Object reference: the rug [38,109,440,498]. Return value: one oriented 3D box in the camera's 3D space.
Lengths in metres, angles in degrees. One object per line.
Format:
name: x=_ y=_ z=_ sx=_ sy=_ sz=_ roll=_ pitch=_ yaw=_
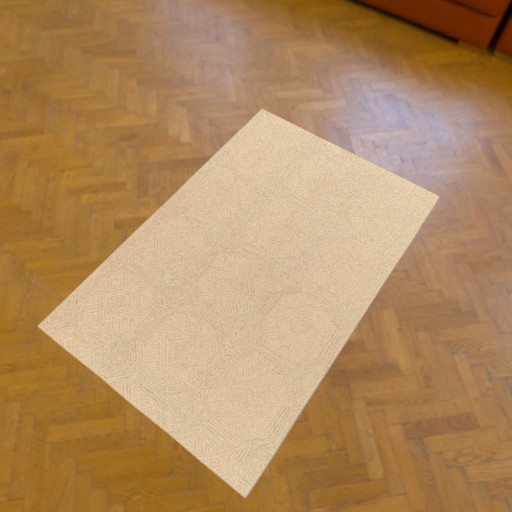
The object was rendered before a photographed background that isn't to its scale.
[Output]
rug: x=0.000 y=0.000 z=2.294 sx=1.236 sy=0.009 sz=1.839 roll=32 pitch=64 yaw=17
